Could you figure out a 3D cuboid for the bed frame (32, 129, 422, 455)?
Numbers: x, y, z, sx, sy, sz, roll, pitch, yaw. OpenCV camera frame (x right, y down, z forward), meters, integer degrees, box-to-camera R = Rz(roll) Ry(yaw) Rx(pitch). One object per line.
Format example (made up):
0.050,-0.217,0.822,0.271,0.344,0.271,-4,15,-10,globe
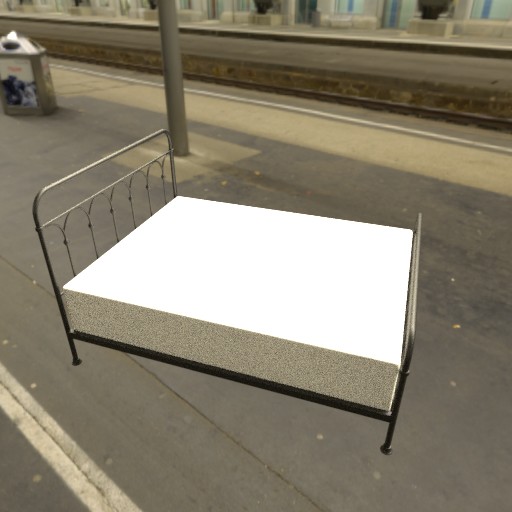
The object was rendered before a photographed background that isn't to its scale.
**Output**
0.000,0.000,3.164,2.203,1.276,1.664,10,32,16,bed frame
